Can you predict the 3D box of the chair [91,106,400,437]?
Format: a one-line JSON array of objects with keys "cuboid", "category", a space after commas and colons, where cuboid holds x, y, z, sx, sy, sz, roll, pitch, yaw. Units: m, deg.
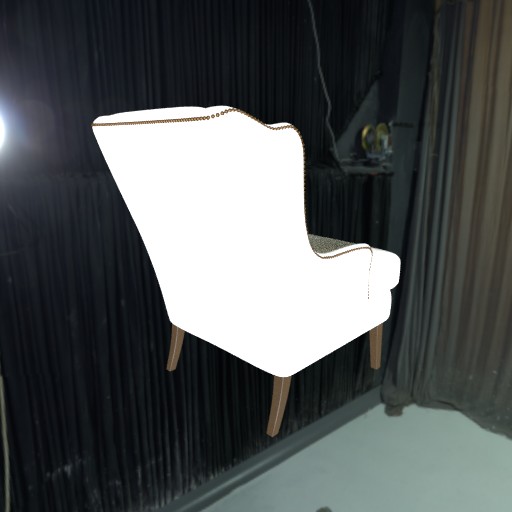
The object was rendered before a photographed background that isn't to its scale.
[{"cuboid": [0.000, 0.000, 1.694, 0.940, 1.029, 0.737, -14, 20, -42], "category": "chair"}]
